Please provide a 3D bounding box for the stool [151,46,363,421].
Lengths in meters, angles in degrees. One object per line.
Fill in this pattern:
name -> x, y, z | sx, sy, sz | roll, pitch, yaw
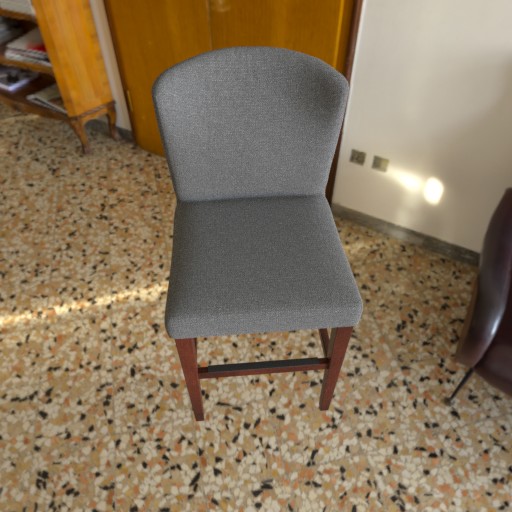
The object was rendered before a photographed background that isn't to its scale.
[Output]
stool -> 0.000, 0.000, 1.277 | 0.479, 0.968, 0.568 | -4, 46, -3
